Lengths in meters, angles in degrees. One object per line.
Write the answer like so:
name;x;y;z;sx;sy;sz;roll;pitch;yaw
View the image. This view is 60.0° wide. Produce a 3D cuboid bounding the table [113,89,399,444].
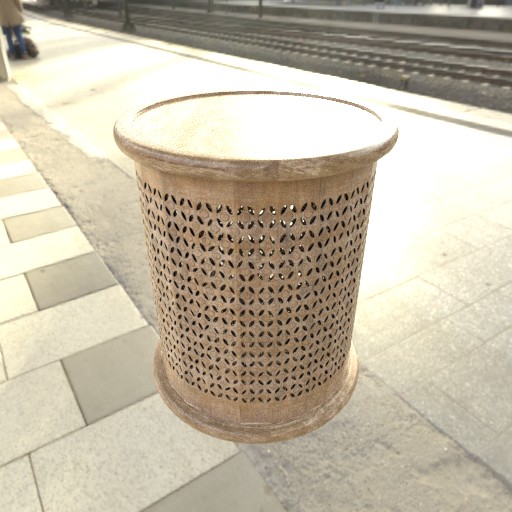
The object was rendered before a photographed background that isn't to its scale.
table;0.000;0.000;0.774;0.407;0.482;0.407;0;31;0
